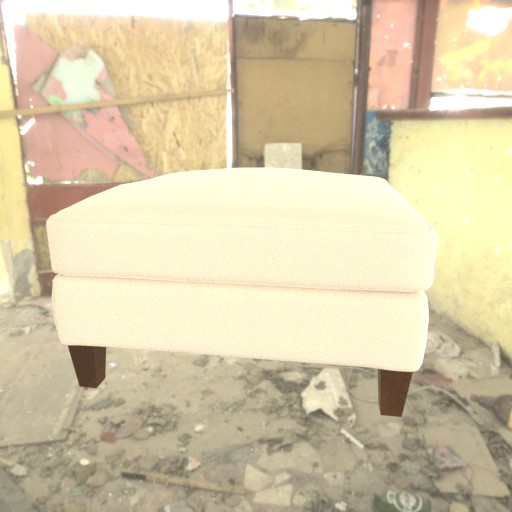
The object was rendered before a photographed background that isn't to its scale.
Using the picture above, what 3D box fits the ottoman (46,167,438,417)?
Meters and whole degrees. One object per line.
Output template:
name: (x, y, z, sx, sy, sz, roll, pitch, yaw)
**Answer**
ottoman: (0.000, 0.000, 1.326, 0.838, 0.479, 0.838, 3, 17, 8)
